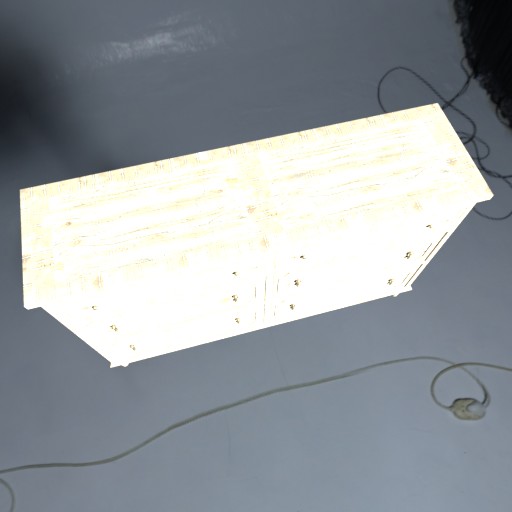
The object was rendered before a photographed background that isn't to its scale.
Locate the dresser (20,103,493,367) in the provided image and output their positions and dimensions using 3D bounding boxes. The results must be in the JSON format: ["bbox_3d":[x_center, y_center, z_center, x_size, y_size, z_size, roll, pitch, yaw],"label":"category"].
[{"bbox_3d":[0.000,0.000,2.034,1.626,1.016,0.457,-13,64,-7],"label":"dresser"}]
